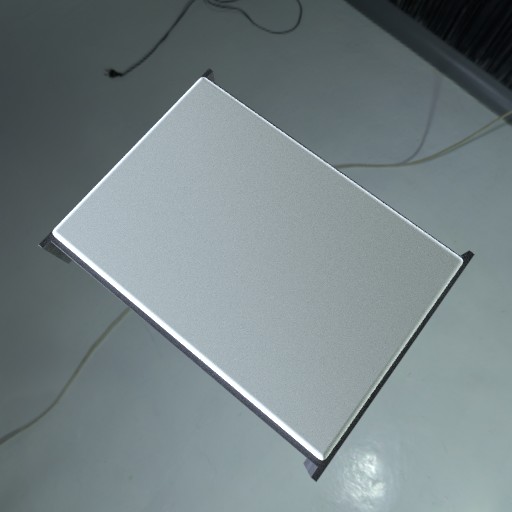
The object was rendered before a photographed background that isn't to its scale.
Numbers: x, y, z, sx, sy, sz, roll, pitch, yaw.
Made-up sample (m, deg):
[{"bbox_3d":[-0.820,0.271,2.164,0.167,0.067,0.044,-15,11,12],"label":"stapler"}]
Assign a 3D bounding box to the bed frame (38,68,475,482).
[{"bbox_3d":[0.000,0.000,2.628,1.950,0.432,1.490,38,78,9],"label":"bed frame"}]
